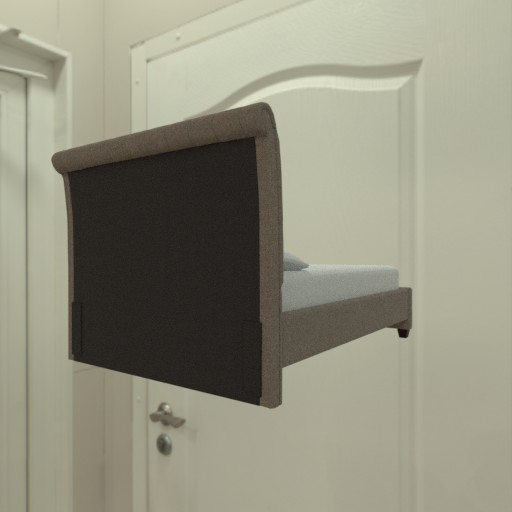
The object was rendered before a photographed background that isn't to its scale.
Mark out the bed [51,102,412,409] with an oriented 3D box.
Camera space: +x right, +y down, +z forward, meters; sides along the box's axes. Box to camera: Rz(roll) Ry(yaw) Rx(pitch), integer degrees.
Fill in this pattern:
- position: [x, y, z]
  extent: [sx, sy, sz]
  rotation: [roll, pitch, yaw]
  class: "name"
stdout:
- position: [0.000, 0.000, 3.291]
  extent: [1.645, 1.371, 2.252]
  rotation: [0, 0, 36]
  class: "bed"
